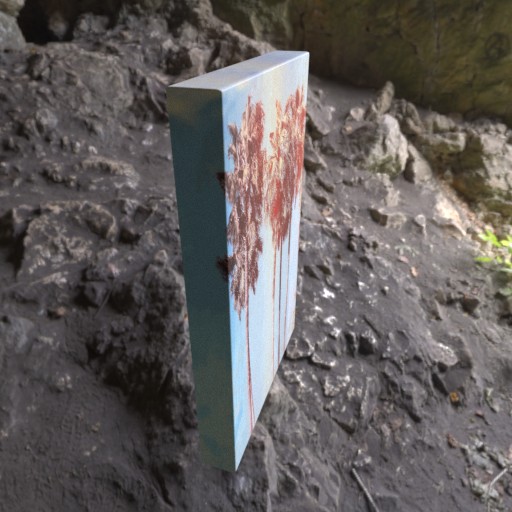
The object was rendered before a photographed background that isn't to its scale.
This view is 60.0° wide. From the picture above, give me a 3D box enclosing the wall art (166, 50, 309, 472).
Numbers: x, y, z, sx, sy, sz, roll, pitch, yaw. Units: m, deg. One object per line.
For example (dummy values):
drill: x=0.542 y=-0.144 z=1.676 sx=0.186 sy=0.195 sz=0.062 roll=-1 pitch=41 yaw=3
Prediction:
wall art: x=0.000 y=0.000 z=0.475 sx=0.039 sy=0.380 sz=0.251 roll=9 pitch=31 yaw=16
